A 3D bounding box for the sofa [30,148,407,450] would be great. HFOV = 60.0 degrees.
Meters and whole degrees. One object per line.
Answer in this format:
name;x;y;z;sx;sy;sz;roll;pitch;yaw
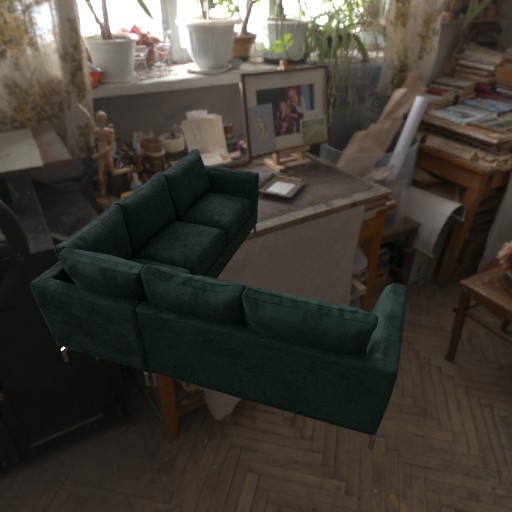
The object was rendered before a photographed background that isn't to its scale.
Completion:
sofa;0.000;0.000;3.804;2.468;1.004;2.452;11;34;16
